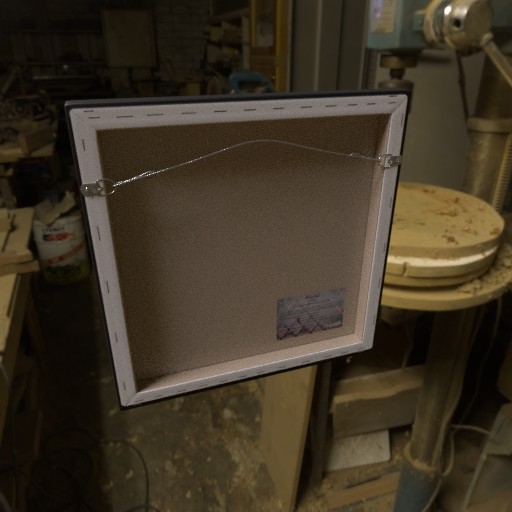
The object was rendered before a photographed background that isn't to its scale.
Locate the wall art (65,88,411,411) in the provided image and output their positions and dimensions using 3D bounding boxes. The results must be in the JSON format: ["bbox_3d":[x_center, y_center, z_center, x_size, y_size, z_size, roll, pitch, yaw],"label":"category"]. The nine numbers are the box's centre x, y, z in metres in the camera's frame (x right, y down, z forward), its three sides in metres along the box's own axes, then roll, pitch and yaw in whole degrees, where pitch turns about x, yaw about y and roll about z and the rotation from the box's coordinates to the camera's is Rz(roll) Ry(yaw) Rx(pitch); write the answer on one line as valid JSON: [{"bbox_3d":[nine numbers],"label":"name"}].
[{"bbox_3d":[0.000,0.000,0.889,0.610,0.611,0.043,-9,27,-17],"label":"wall art"}]
